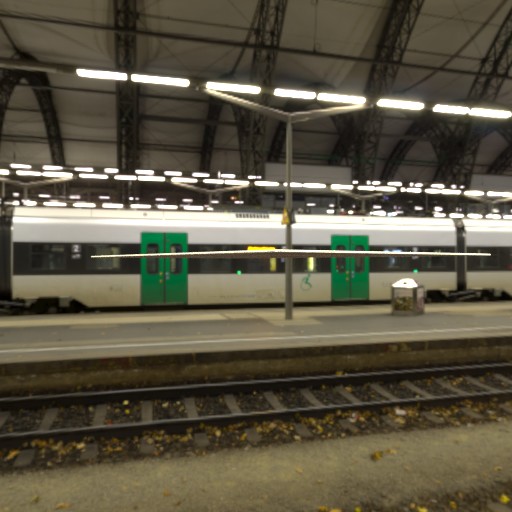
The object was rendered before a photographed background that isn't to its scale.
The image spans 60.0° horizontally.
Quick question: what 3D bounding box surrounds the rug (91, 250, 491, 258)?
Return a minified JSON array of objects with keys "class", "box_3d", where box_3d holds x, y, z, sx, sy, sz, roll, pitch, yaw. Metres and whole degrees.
[{"class":"rug","box_3d":[0.000,0.000,1.089,0.556,0.004,0.868,1,-1,-36]}]
